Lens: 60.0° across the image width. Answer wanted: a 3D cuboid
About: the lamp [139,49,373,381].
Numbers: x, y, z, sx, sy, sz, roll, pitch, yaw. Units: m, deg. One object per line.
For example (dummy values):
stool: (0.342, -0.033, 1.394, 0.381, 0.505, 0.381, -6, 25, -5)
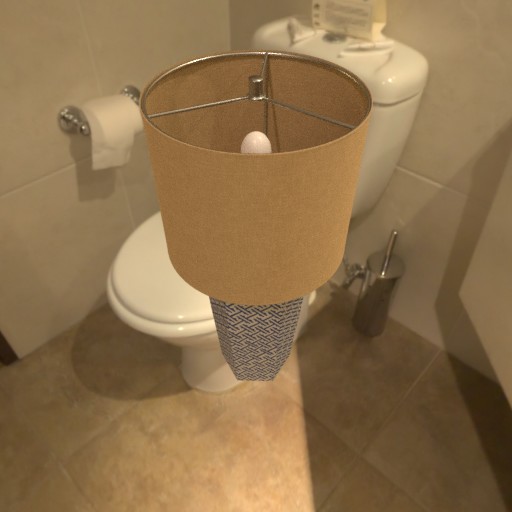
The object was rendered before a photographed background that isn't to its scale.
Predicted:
lamp: (0.000, 0.000, 0.842, 0.320, 0.682, 0.320, 4, 45, 5)
